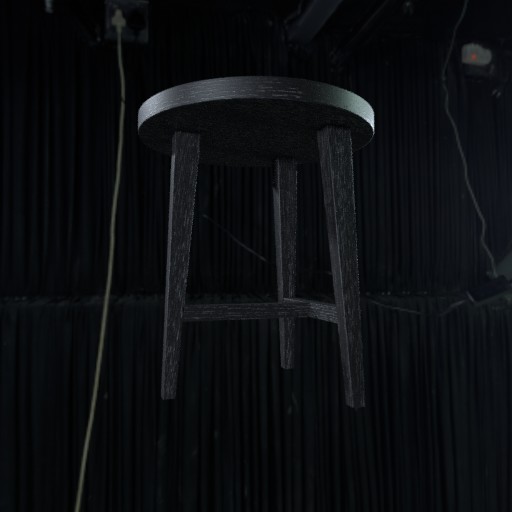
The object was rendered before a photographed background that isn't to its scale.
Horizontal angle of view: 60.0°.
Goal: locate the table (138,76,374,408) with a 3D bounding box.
[{"bbox_3d":[0.000,0.000,0.771,0.399,0.460,0.399,0,-1,0],"label":"table"}]
